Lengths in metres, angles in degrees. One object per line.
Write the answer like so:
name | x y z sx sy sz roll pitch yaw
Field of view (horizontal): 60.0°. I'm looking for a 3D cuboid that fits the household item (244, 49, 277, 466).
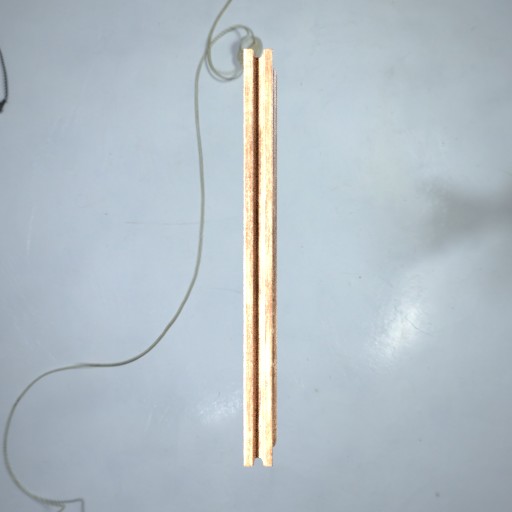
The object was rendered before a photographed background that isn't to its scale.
household item | 0.000 0.000 0.315 0.018 0.237 0.186 0 91 0
